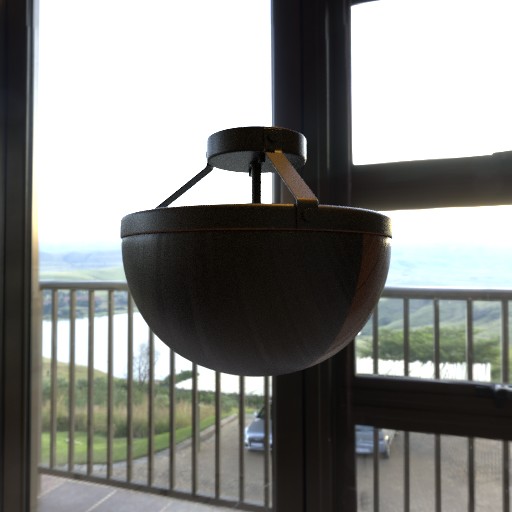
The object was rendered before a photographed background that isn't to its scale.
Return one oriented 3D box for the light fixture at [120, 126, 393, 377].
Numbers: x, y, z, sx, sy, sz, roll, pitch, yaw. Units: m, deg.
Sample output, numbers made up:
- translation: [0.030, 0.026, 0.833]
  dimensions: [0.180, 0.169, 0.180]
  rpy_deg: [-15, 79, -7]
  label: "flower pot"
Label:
- translation: [0.000, 0.000, 0.515]
  dimensions: [0.304, 0.269, 0.304]
  rpy_deg: [0, -1, 0]
  label: "light fixture"
